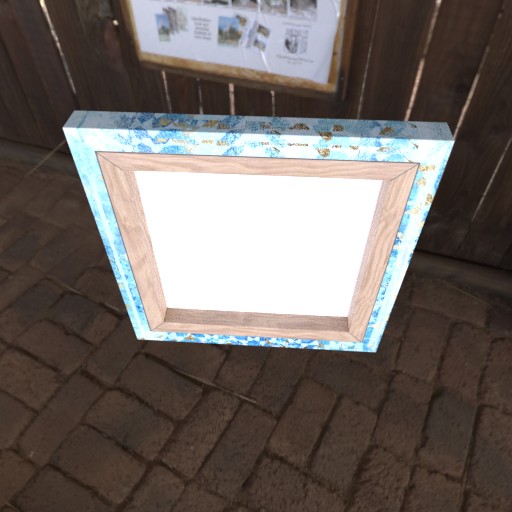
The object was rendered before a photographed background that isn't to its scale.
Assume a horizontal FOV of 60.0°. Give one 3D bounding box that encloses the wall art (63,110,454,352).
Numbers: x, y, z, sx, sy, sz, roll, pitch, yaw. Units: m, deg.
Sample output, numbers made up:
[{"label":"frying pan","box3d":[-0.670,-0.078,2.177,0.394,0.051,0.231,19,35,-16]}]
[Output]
[{"label":"wall art","box3d":[0.000,0.000,0.616,0.405,0.405,0.037,3,47,2]}]
